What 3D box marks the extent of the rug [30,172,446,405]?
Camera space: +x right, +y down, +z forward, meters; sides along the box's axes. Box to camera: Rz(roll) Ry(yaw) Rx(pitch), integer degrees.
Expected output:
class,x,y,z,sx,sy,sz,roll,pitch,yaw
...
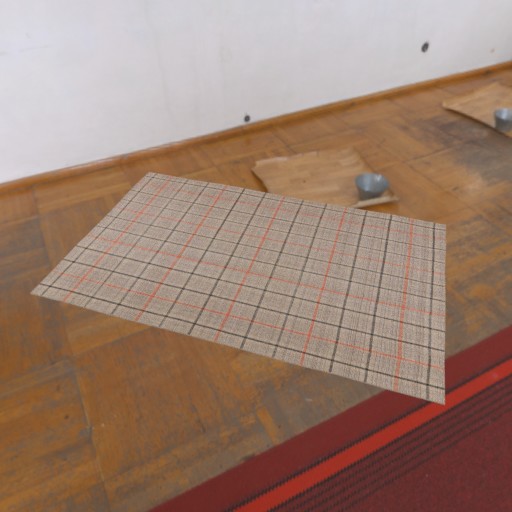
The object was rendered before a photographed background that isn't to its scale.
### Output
class,x,y,z,sx,sy,sz,roll,pitch,yaw
rug,0.000,0.000,2.995,2.439,0.015,1.524,12,43,13
